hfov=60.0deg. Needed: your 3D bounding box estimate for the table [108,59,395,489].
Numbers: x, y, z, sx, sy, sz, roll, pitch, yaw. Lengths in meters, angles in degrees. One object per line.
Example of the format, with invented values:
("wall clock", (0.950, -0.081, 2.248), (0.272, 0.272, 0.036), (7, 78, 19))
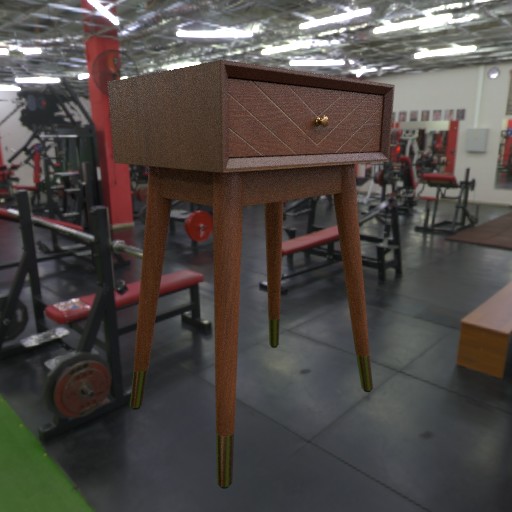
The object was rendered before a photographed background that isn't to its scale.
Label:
("table", (0.000, 0.000, 0.819), (0.406, 0.599, 0.300), (-14, 20, -41))
